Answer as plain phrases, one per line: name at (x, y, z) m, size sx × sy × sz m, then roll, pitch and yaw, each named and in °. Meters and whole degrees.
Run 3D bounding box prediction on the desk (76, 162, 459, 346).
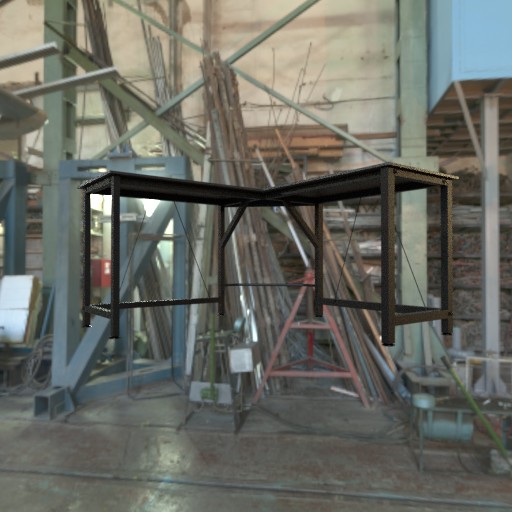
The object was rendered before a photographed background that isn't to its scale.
desk at (0.000, 0.000, 2.277) m, size 1.400 × 0.762 × 1.400 m, roll 1°, pitch -1°, yaw -37°
